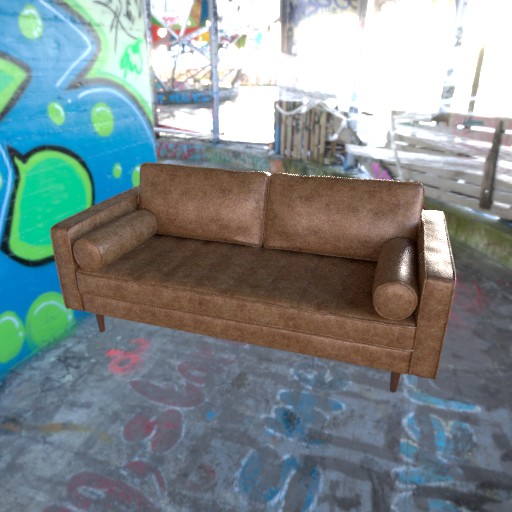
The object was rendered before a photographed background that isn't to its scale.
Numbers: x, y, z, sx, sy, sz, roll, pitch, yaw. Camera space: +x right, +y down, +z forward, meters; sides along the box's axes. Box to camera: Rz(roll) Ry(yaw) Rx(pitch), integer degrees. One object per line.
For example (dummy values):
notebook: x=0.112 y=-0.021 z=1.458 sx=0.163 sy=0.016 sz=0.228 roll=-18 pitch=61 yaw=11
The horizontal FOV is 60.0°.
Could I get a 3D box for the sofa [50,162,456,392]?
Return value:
sofa: x=0.000 y=0.000 z=2.409 sx=1.920 sy=0.825 sz=0.924 roll=8 pitch=25 yaw=17
